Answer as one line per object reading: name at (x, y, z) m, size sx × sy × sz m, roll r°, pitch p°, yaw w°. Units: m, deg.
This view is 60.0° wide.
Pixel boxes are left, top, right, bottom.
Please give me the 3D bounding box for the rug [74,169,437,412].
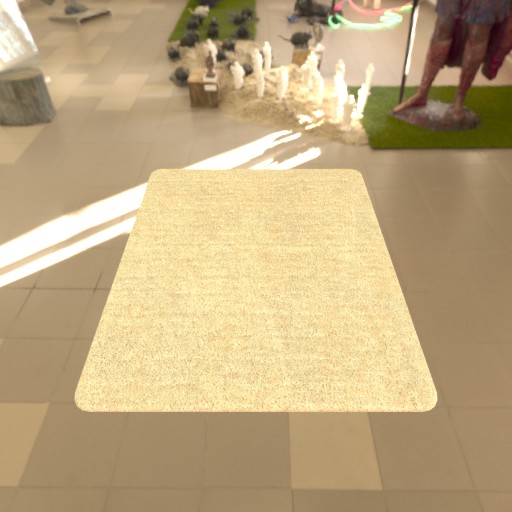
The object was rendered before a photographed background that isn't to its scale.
rug at (0.000, 0.000, 3.340) m, size 2.009 × 0.048 × 2.528 m, roll 0°, pitch 41°, yaw 0°
